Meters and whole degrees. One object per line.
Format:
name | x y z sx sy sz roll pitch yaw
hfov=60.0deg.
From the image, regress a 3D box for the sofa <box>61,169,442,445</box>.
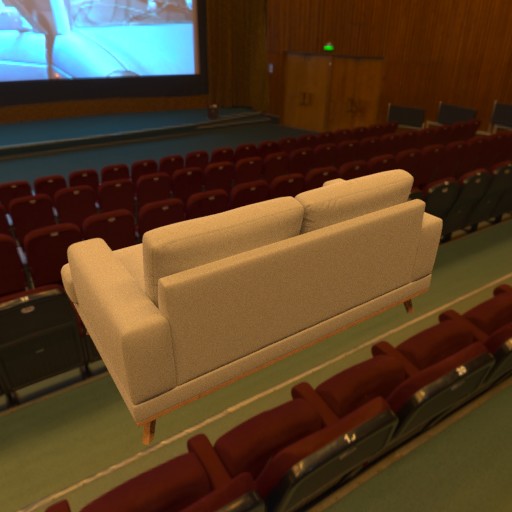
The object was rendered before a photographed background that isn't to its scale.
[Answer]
sofa | 0.000 0.000 2.159 1.651 0.810 0.915 -18 33 -29
